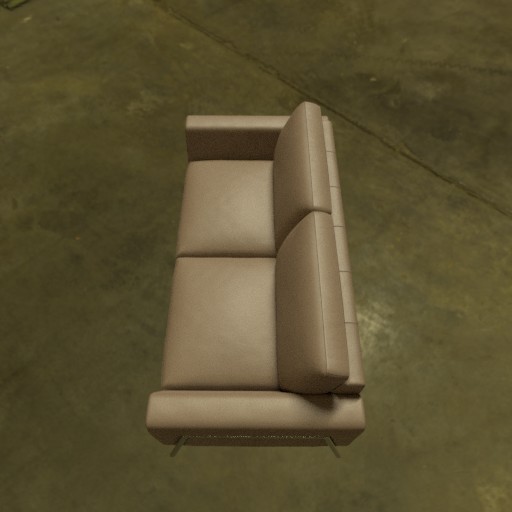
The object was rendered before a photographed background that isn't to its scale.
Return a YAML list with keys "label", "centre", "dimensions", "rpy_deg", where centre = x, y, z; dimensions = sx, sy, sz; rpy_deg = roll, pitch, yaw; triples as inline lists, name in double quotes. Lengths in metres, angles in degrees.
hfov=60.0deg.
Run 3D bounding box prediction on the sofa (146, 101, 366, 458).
- label: "sofa"
  centre: [0.000, 0.000, 2.564]
  dimensions: [0.953, 0.875, 2.017]
  rpy_deg: [0, 57, 0]
